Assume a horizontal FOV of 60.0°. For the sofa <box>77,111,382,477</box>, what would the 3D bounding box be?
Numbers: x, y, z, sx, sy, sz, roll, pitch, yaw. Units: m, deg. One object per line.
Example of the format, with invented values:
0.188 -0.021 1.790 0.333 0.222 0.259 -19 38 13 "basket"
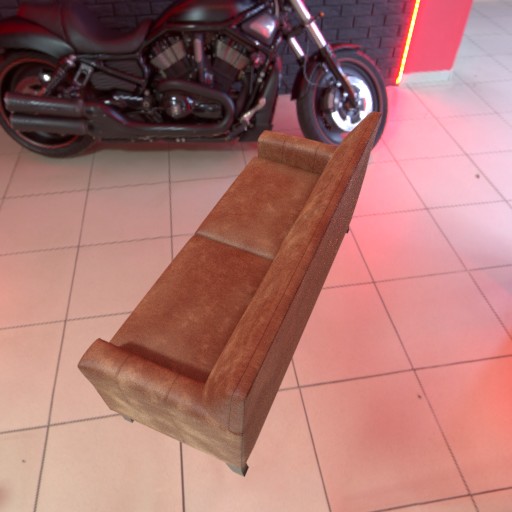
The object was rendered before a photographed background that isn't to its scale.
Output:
0.000 0.000 2.497 0.805 0.947 2.053 17 48 16 "sofa"
